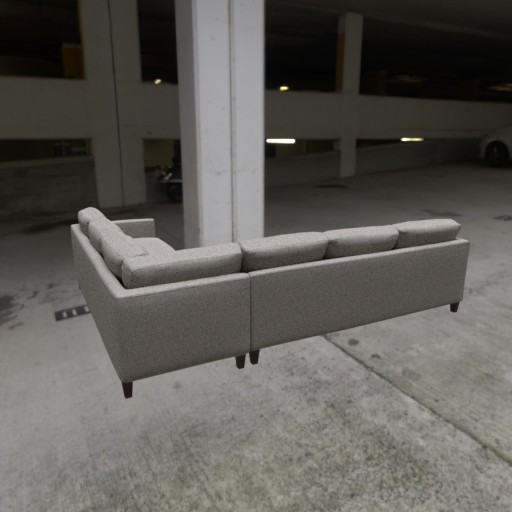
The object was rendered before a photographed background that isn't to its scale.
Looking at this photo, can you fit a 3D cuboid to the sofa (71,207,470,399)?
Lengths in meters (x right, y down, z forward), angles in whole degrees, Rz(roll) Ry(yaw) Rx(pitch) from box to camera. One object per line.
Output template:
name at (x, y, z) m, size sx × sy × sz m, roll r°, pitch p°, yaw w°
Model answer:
sofa at (0.000, 0.000, 4.572) m, size 3.302 × 0.947 × 2.593 m, roll -8°, pitch 17°, yaw -27°
